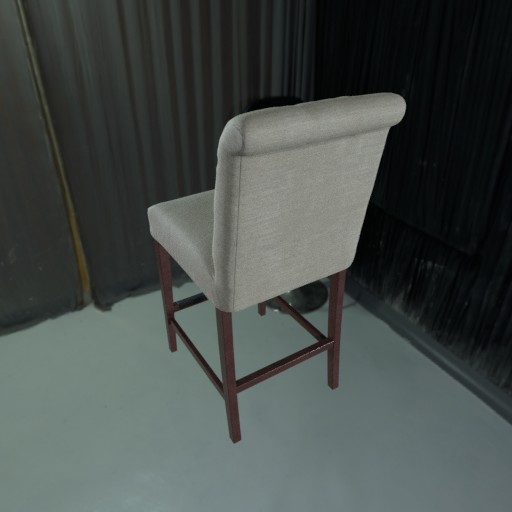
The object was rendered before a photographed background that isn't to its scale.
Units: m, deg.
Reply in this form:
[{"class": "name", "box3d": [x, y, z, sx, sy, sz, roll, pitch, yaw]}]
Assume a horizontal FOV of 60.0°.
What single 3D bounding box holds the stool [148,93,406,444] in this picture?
[{"class": "stool", "box3d": [0.000, 0.000, 1.452, 0.486, 1.084, 0.660, -18, 36, -27]}]
